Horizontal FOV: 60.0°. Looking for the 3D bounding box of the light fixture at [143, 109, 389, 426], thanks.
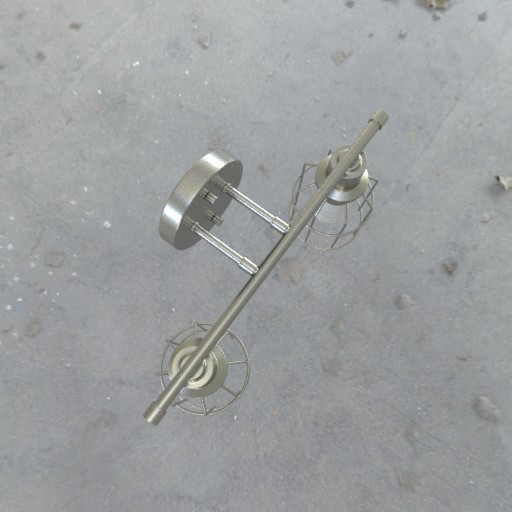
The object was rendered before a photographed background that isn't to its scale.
[{"bbox_3d":[0.000,0.000,0.531,0.165,0.254,0.406,36,78,9],"label":"light fixture"}]
